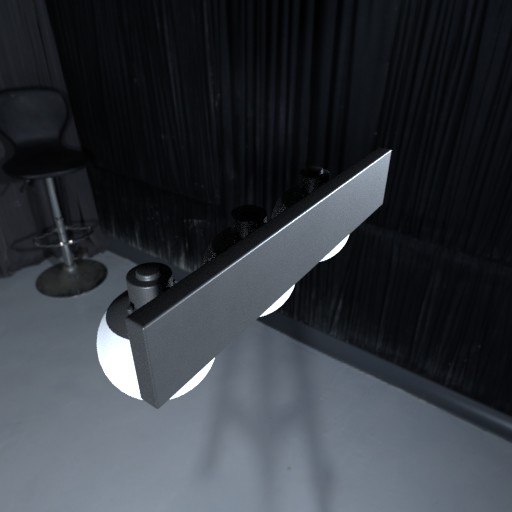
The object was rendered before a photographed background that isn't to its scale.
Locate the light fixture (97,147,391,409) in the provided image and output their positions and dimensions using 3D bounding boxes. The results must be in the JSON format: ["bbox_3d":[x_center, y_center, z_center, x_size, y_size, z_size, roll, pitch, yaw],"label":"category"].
[{"bbox_3d":[0.000,0.000,0.845,0.218,0.263,0.721,21,37,29],"label":"light fixture"}]
